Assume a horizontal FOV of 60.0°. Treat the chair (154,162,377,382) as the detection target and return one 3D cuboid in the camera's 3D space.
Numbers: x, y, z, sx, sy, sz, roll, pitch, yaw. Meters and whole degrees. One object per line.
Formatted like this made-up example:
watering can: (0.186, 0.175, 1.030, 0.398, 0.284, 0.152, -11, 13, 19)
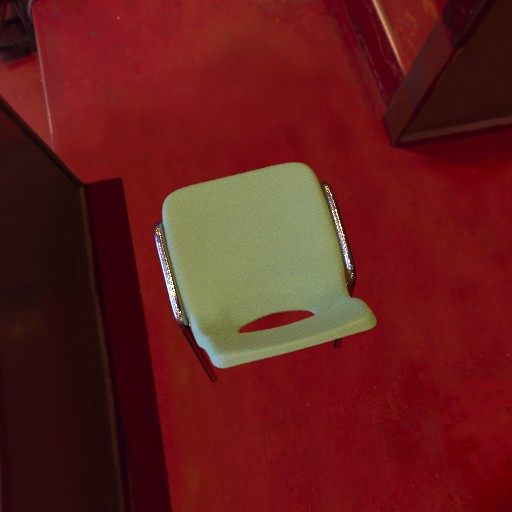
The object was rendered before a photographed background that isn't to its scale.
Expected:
chair: (0.000, 0.000, 0.911, 0.381, 0.653, 0.436, -14, 75, -4)
